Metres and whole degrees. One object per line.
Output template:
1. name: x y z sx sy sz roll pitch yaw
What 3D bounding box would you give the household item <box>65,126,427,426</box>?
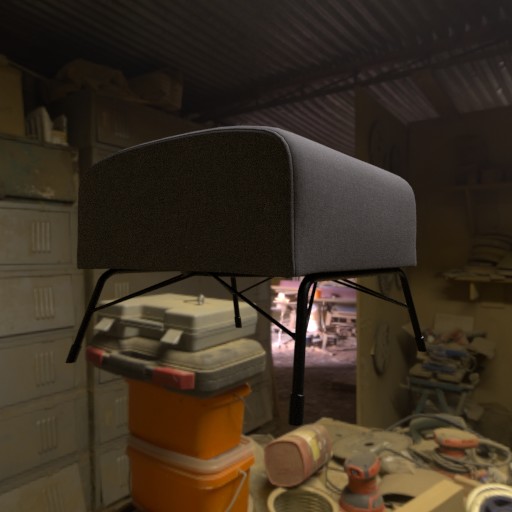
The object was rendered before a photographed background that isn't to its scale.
1. household item: 0.000 0.000 0.904 0.530 0.410 0.530 0 0 37
